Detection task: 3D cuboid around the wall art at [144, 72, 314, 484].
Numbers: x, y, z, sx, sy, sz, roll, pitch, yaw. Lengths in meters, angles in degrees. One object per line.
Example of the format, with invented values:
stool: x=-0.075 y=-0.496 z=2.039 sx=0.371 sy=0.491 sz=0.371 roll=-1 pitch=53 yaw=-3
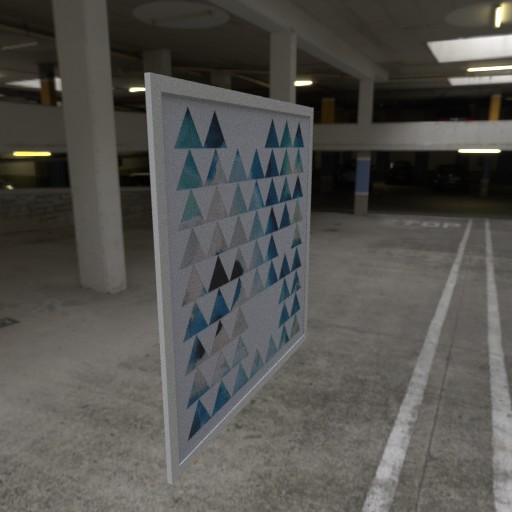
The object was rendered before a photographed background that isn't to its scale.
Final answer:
wall art: x=0.000 y=0.000 z=0.669 sx=0.007 sy=0.456 sz=0.456 roll=7 pitch=16 yaw=26
